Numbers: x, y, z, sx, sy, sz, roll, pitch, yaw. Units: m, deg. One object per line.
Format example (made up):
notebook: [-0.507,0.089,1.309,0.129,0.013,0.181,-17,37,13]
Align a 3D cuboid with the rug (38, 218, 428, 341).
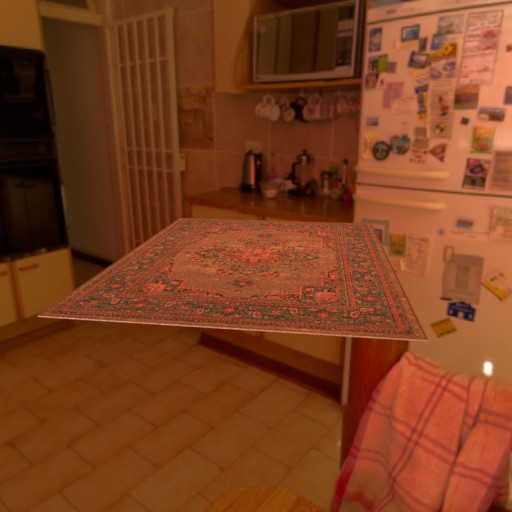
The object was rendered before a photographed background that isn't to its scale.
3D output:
rug: [0.000,0.000,4.150,2.434,0.013,3.057,2,17,8]
